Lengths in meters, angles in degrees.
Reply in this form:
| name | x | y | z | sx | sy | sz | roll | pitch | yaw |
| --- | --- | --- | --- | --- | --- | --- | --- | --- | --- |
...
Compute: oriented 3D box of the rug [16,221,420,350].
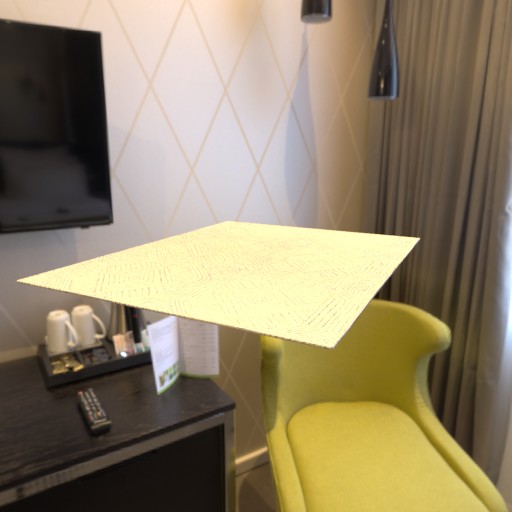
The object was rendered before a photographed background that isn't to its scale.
| name | x | y | z | sx | sy | sz | roll | pitch | yaw |
| --- | --- | --- | --- | --- | --- | --- | --- | --- | --- |
| rug | 0.000 | 0.000 | 4.068 | 2.457 | 0.015 | 3.049 | 7 | 16 | 27 |
